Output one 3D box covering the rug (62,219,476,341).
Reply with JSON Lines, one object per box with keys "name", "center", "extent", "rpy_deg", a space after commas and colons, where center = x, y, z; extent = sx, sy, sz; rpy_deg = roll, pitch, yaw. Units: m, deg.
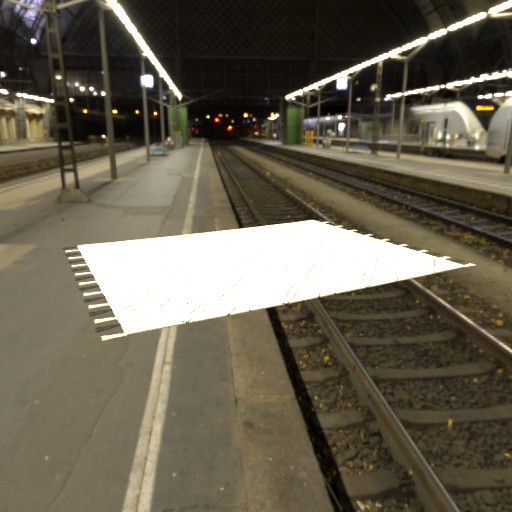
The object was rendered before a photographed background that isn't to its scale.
{"name": "rug", "center": [0.000, 0.000, 4.220], "extent": [3.221, 0.026, 2.342], "rpy_deg": [-8, 18, -26]}
